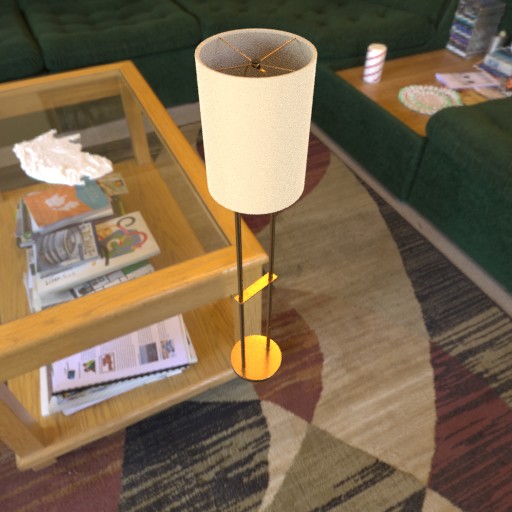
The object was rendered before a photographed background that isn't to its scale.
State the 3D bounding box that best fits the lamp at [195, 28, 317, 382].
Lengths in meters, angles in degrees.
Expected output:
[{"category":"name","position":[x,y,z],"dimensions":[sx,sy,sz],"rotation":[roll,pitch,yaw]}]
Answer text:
[{"category":"lamp","position":[0.000,0.000,1.658],"dimensions":[0.306,1.500,0.305],"rotation":[-35,56,-28]}]
